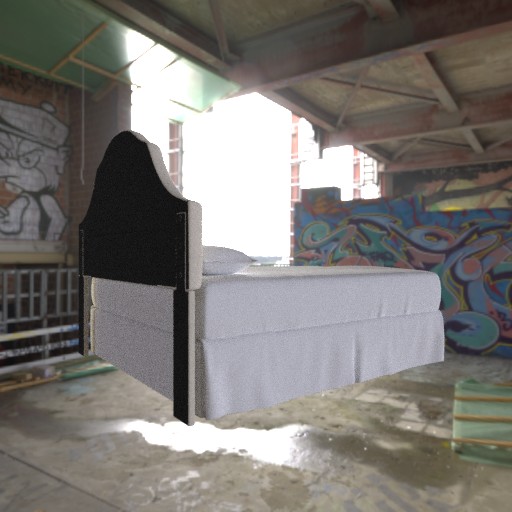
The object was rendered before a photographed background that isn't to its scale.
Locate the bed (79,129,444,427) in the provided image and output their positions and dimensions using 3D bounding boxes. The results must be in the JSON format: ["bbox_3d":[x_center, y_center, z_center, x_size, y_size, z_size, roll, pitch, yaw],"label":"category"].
[{"bbox_3d":[0.000,0.000,3.531,2.214,1.615,2.008,0,0,-36],"label":"bed"}]
